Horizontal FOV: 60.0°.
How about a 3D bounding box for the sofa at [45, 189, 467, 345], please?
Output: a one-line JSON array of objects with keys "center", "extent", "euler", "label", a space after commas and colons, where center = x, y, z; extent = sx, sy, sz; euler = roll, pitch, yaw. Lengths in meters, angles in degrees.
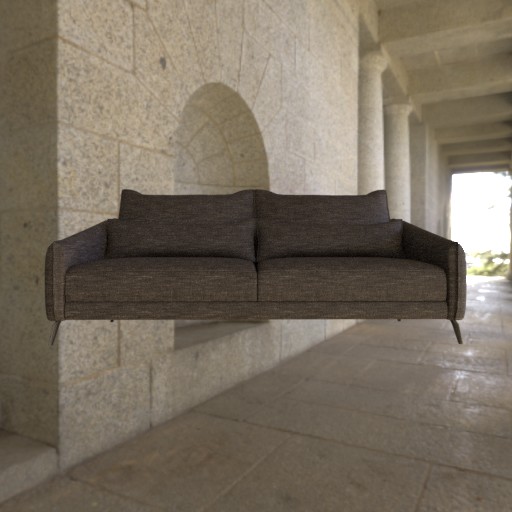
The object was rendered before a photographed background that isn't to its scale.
[{"center": [0.000, 0.000, 2.476], "extent": [2.019, 0.843, 0.807], "euler": [0, 1, -1], "label": "sofa"}]
